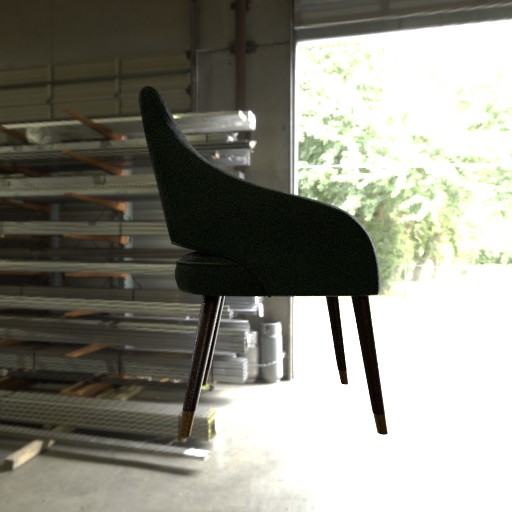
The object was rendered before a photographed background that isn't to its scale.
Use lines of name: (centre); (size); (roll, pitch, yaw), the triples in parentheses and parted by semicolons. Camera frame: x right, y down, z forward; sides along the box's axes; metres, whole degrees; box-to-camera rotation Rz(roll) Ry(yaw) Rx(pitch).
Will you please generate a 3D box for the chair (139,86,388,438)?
chair: (0.000, 0.000, 1.607); (0.794, 1.081, 0.683); (0, 0, -1)
